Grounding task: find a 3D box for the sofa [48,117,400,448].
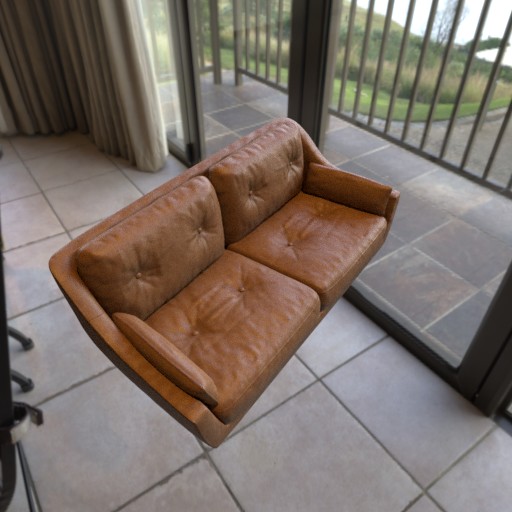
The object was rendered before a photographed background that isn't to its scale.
[{"bbox_3d":[0.000,0.000,2.409,0.904,0.839,1.902,25,47,27],"label":"sofa"}]
